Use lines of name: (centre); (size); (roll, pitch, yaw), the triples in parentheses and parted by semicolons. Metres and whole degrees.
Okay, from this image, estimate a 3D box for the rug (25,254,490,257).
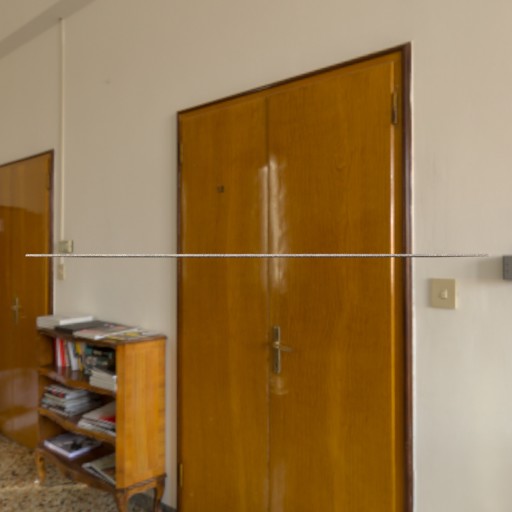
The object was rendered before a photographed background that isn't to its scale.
rug: (0.000, 0.000, 2.689); (2.435, 0.011, 0.750); (0, -1, 2)
